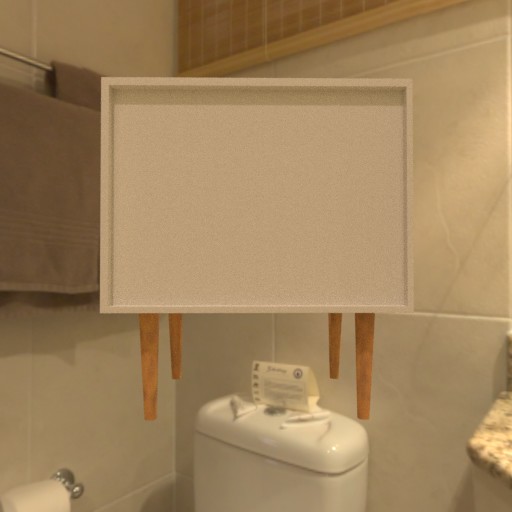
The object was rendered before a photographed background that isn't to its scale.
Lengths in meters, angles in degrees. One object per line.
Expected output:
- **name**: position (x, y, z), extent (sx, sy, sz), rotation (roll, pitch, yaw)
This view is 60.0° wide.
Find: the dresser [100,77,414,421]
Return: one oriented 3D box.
- **dresser**: position (0.000, 0.000, 0.917), extent (0.503, 0.568, 0.414), rotation (0, -1, -1)
